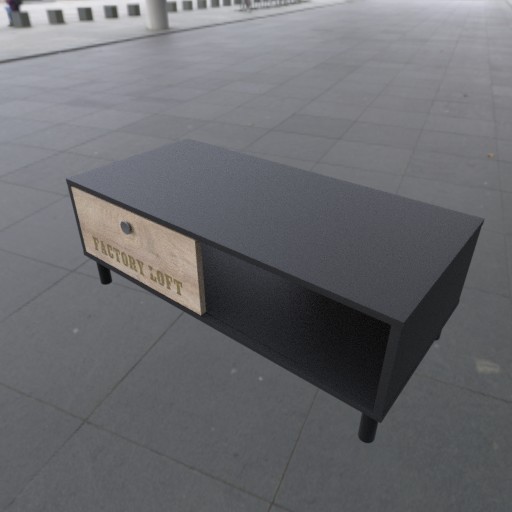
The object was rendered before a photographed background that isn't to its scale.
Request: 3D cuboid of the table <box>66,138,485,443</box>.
[{"bbox_3d":[0.000,0.000,1.372,1.100,0.400,0.550,23,39,32],"label":"table"}]
